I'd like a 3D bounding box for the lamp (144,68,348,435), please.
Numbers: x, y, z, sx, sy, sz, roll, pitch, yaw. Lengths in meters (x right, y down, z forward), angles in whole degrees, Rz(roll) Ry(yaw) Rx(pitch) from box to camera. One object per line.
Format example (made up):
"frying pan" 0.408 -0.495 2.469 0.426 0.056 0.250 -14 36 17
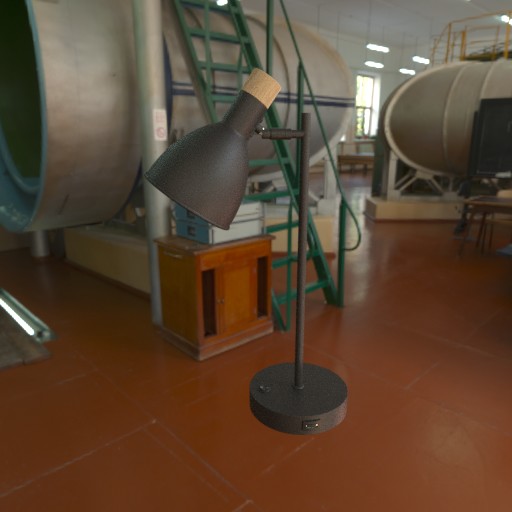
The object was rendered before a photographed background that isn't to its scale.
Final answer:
"lamp" 0.000 0.000 0.614 0.287 0.483 0.152 -2 16 -9
